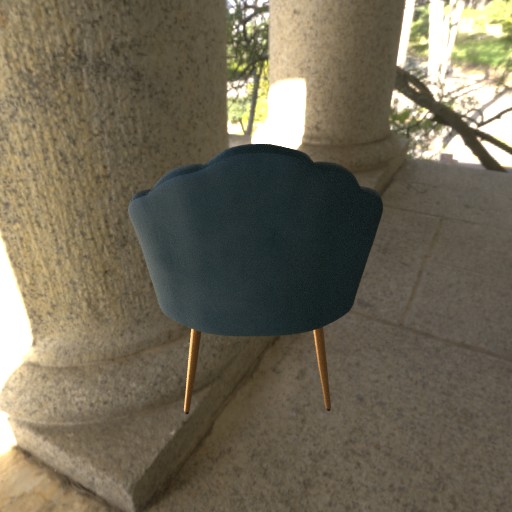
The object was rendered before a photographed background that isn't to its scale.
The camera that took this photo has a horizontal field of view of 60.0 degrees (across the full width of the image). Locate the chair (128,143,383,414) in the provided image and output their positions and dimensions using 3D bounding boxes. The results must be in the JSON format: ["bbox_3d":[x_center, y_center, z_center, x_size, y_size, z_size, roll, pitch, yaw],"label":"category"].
[{"bbox_3d":[0.000,0.000,1.289,0.657,0.819,0.599,-1,30,-1],"label":"chair"}]
